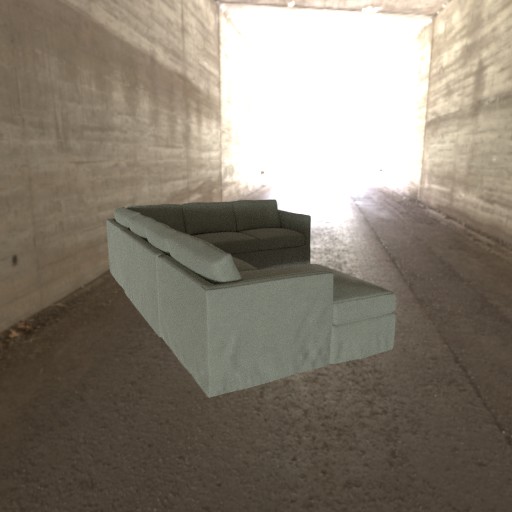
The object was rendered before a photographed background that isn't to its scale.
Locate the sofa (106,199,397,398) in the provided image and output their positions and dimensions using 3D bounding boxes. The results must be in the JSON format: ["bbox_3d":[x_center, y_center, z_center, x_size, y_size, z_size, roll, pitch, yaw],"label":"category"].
[{"bbox_3d":[0.000,0.000,4.611,2.440,0.869,3.434,-7,14,-27],"label":"sofa"}]
